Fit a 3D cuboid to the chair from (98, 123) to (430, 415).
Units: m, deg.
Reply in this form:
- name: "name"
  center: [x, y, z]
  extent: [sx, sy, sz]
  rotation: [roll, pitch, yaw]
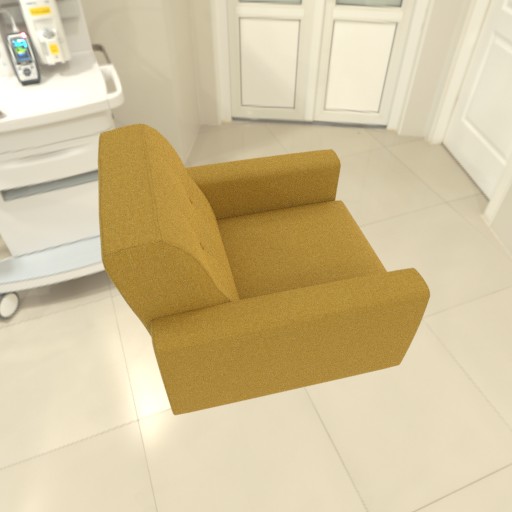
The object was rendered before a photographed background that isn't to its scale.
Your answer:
- name: "chair"
  center: [0.000, 0.000, 1.590]
  extent: [0.909, 0.841, 0.831]
  rotation: [-10, 46, -10]
